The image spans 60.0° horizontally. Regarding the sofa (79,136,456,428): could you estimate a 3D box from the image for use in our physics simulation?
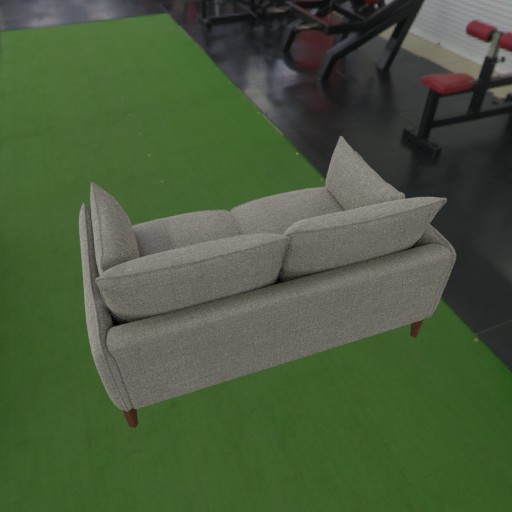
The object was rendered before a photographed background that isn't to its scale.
[{"bbox_3d":[0.000,0.000,2.158,1.580,0.851,0.972,-14,44,-15],"label":"sofa"}]
